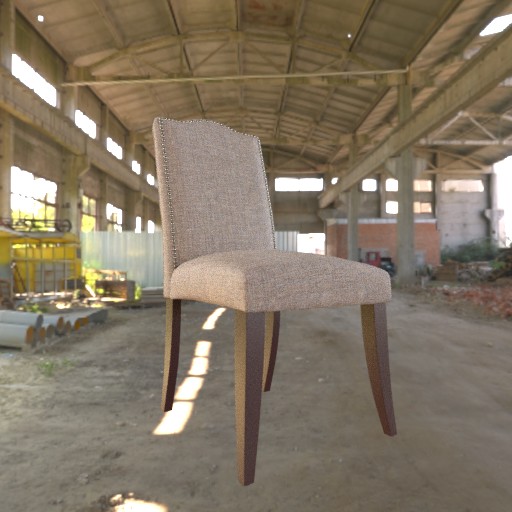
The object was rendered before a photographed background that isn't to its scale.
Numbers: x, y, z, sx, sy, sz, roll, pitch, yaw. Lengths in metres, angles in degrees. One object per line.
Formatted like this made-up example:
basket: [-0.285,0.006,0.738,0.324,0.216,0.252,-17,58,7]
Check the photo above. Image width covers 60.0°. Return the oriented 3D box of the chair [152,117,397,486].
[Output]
chair: [0.000,0.000,1.384,0.513,1.016,0.660,1,-1,-34]
